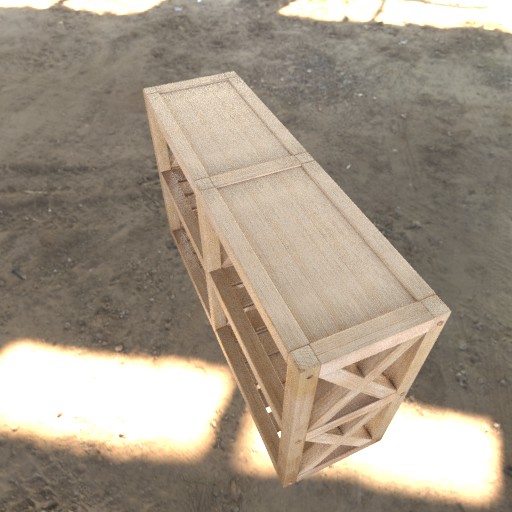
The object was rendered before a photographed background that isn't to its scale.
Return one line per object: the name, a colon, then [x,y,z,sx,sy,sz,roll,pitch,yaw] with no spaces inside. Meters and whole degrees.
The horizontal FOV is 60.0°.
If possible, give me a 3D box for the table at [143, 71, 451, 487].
table: [0.000,0.000,1.620,0.381,0.762,1.320,-18,49,-16]
